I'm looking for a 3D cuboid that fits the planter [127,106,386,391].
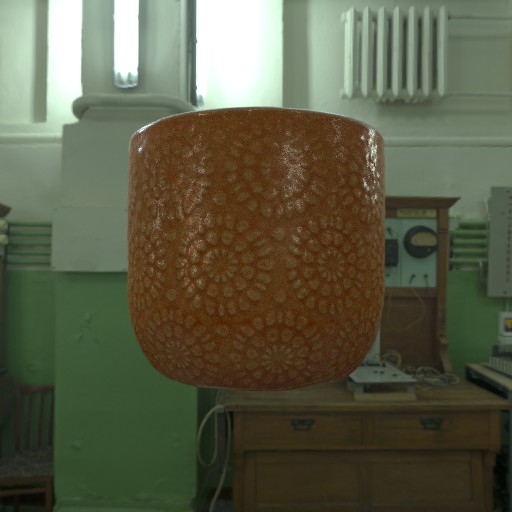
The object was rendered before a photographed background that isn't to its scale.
[{"bbox_3d":[0.000,0.000,0.297,0.170,0.152,0.170,0,-1,0],"label":"planter"}]
